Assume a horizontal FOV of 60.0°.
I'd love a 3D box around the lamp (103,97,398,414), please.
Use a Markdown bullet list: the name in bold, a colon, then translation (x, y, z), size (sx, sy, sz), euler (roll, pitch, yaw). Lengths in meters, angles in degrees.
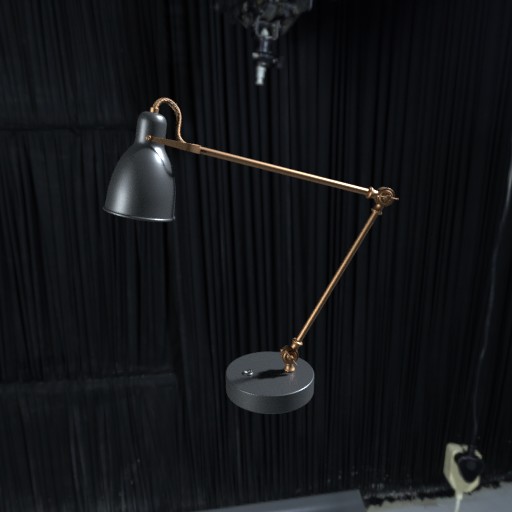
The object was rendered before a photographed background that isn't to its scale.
- **lamp**: translation (0.000, 0.000, 0.872), size (0.561, 0.587, 0.187), euler (-2, 15, -9)
